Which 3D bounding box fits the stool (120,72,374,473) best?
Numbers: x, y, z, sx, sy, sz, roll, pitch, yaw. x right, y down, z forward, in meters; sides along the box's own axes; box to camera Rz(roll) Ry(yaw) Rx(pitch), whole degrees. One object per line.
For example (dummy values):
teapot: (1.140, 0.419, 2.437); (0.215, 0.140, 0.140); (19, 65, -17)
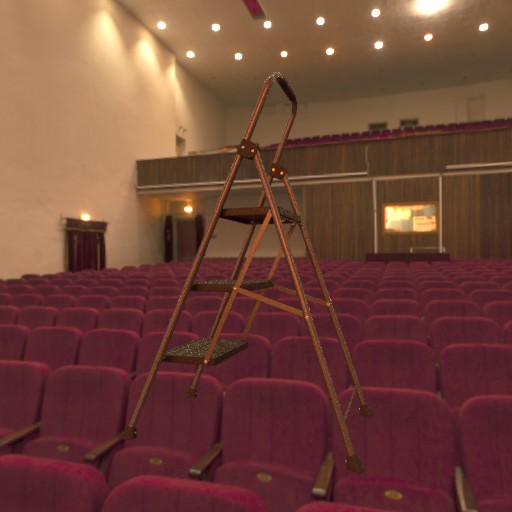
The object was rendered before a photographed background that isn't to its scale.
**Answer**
stool: (0.000, 0.000, 1.474); (0.733, 1.121, 0.473); (0, -1, 18)
